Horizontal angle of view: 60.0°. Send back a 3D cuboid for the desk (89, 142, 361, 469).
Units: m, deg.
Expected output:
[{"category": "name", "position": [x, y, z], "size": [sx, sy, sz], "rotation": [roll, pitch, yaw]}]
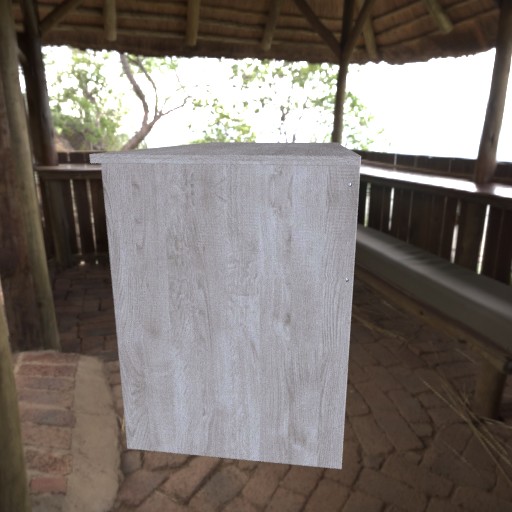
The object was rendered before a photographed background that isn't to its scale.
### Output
[{"category": "desk", "position": [0.000, 0.000, 1.519], "size": [0.560, 0.730, 1.100], "rotation": [2, 16, 7]}]
